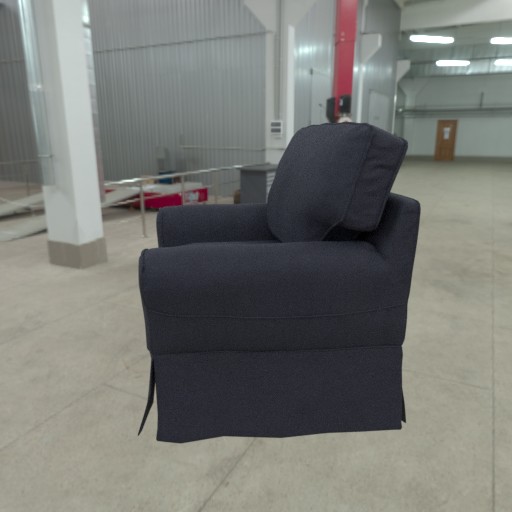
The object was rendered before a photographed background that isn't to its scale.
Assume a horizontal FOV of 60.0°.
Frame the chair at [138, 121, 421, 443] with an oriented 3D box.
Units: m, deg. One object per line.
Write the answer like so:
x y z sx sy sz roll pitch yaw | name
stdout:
0.000 0.000 1.976 1.002 1.140 1.119 -2 16 -8 | chair
